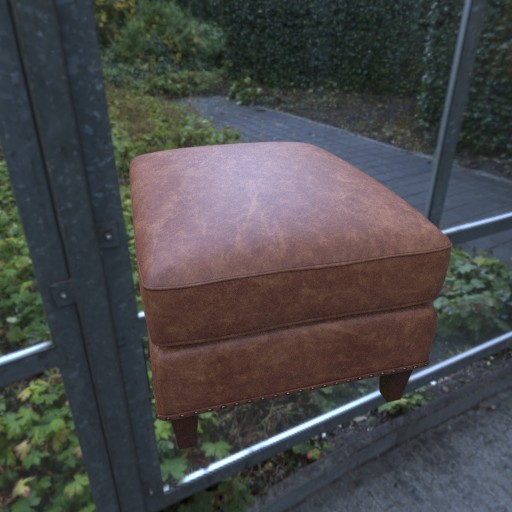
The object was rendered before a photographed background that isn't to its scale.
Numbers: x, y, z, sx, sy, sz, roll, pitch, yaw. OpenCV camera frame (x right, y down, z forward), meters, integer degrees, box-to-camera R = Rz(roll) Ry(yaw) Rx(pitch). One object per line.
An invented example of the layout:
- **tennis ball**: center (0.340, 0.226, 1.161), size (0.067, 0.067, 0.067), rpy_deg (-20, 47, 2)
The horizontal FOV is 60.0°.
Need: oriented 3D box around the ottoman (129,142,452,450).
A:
- **ottoman**: center (0.000, 0.000, 1.141), size (0.586, 0.486, 0.742), rpy_deg (-7, 29, -14)
